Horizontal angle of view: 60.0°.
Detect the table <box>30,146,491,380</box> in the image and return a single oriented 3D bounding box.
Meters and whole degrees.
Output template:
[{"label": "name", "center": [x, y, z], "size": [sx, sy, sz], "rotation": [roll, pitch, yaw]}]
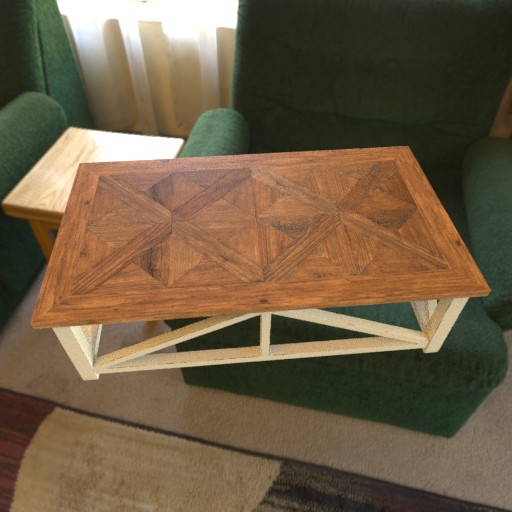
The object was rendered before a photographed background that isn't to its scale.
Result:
[{"label": "table", "center": [0.000, 0.000, 1.760], "size": [1.400, 0.410, 0.800], "rotation": [-4, 47, -3]}]
